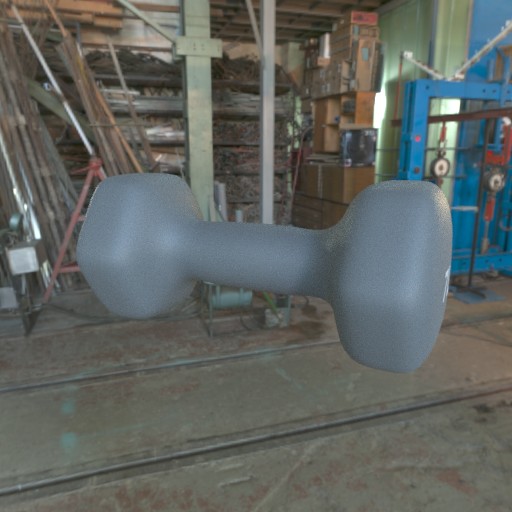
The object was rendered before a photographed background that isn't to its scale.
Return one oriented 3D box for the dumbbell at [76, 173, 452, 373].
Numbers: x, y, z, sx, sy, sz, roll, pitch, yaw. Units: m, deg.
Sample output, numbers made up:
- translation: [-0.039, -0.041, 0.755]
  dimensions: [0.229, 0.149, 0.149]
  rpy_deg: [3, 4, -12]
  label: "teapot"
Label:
- translation: [0.000, 0.000, 0.230]
  dimensions: [0.184, 0.081, 0.090]
  rpy_deg: [7, 15, 26]
  label: "dumbbell"
